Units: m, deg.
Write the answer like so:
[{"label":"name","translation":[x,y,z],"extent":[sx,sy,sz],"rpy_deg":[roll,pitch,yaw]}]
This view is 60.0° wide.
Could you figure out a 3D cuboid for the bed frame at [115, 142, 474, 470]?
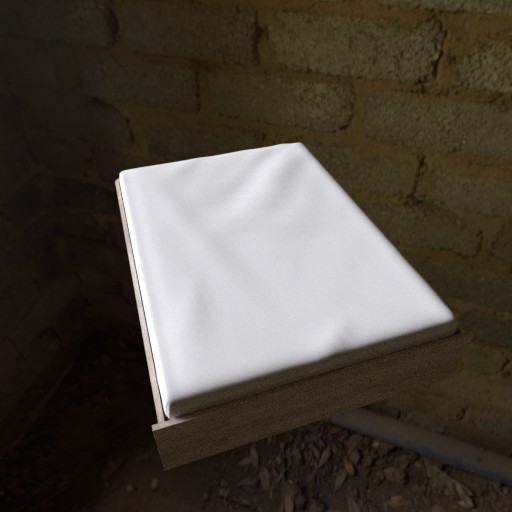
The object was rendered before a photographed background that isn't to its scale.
[{"label":"bed frame","translation":[0.000,0.000,2.660],"extent":[1.490,0.462,1.950],"rpy_deg":[-12,43,-14]}]
